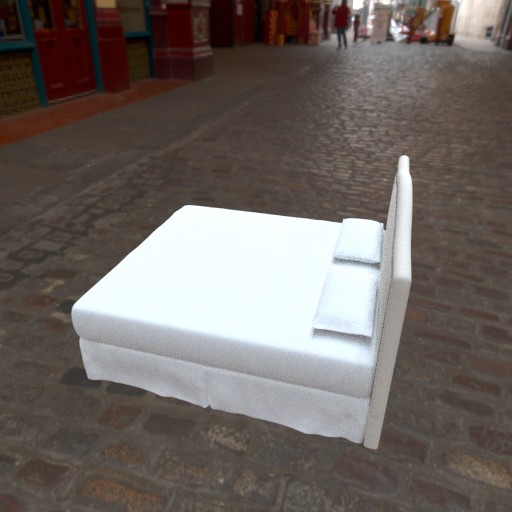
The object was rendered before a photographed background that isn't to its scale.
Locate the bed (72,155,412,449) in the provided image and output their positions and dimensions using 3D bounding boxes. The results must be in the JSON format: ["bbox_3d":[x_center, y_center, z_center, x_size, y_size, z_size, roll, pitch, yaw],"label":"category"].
[{"bbox_3d":[0.000,0.000,3.541,2.182,1.421,2.083,8,30,14],"label":"bed"}]
